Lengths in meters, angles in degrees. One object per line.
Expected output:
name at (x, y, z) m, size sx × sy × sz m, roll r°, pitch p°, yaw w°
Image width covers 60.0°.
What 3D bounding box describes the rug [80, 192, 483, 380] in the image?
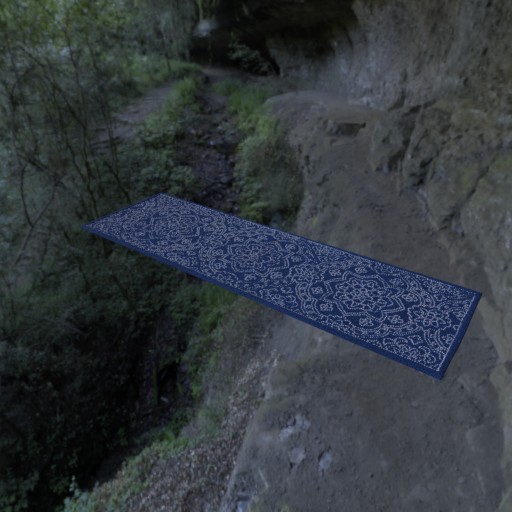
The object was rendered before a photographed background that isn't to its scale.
rug at (0.000, 0.000, 2.716) m, size 2.448 × 0.012 × 0.769 m, roll 20°, pitch 36°, yaw 30°
